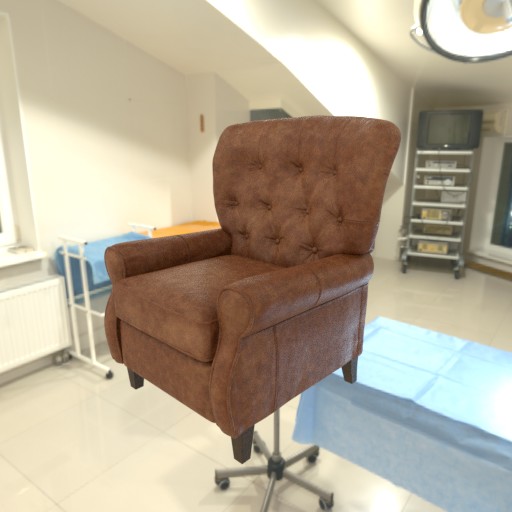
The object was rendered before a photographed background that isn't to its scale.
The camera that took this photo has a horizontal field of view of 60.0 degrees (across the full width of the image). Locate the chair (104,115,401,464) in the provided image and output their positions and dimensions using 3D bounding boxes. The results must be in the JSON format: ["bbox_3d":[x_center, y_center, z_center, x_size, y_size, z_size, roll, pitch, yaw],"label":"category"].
[{"bbox_3d":[0.000,0.000,1.886,0.951,1.164,1.059,14,21,42],"label":"chair"}]
